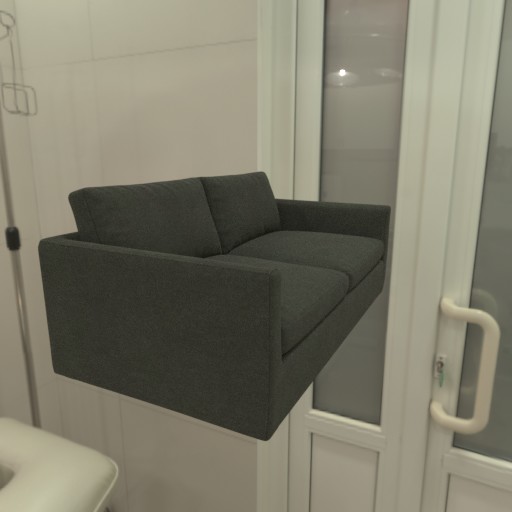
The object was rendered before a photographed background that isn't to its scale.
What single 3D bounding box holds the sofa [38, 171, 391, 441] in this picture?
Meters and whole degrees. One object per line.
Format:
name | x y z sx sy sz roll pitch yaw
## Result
sofa | 0.000 0.000 2.462 1.091 0.845 1.909 7 15 26
